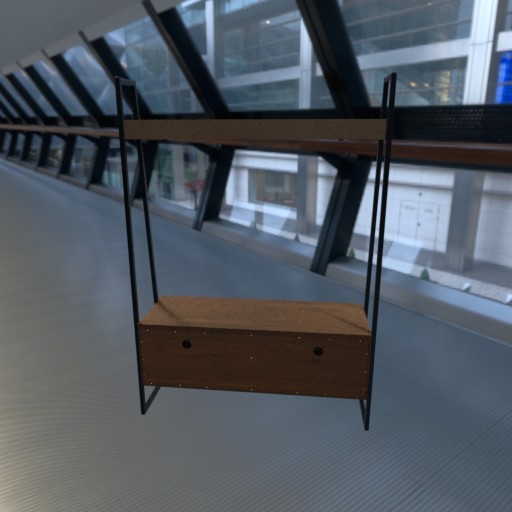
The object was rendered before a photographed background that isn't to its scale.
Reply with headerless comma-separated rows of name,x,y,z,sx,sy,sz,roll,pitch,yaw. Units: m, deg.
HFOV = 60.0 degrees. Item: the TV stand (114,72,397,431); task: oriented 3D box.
TV stand,0.000,0.000,2.378,1.250,1.772,0.432,2,16,6
